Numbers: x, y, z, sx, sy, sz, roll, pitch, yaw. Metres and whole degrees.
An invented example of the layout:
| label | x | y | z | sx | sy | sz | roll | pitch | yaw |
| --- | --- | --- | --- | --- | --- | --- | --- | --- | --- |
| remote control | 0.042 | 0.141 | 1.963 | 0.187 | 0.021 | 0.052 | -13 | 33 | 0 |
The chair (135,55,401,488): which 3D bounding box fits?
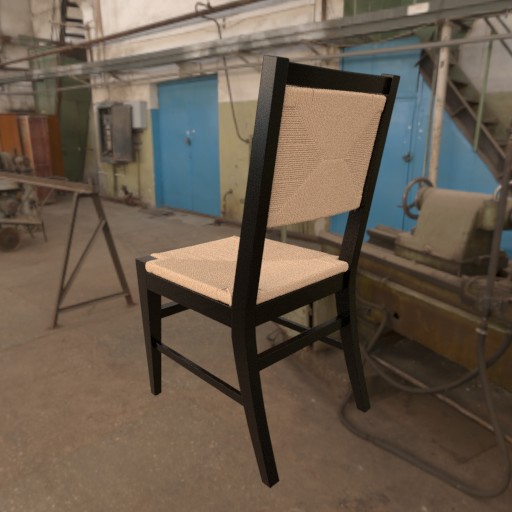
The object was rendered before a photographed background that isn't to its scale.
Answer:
| label | x | y | z | sx | sy | sz | roll | pitch | yaw |
| --- | --- | --- | --- | --- | --- | --- | --- | --- | --- |
| chair | 0.000 | 0.000 | 1.221 | 0.437 | 0.927 | 0.552 | -15 | 22 | -42 |
